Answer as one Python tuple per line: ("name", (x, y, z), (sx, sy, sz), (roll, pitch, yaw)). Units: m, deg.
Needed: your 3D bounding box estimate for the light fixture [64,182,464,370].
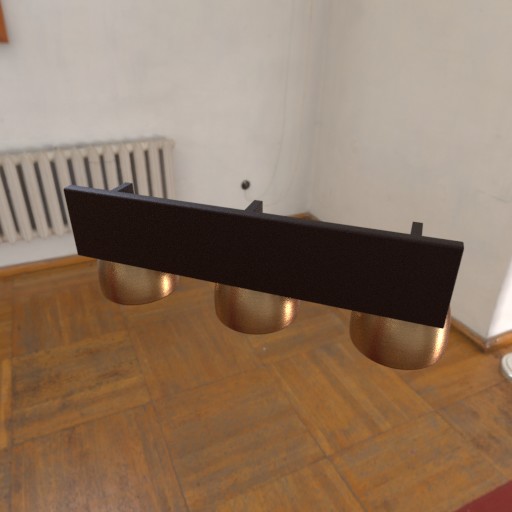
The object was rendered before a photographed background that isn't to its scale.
("light fixture", (0.000, 0.000, 0.678), (0.582, 0.204, 0.157), (10, 31, 17))
